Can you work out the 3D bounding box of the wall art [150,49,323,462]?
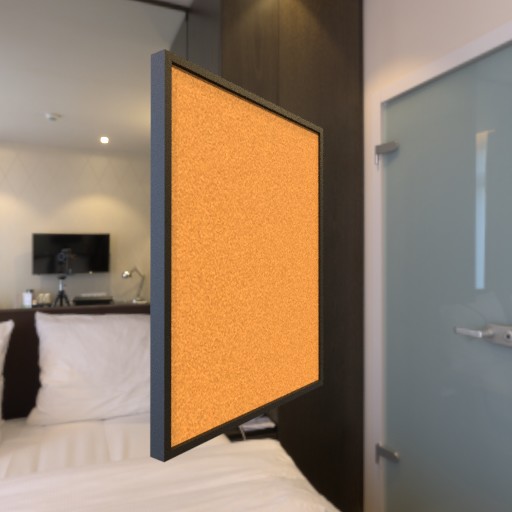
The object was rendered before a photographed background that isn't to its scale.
[{"bbox_3d":[0.000,0.000,0.792,0.029,0.559,0.457,0,0,36],"label":"wall art"}]
